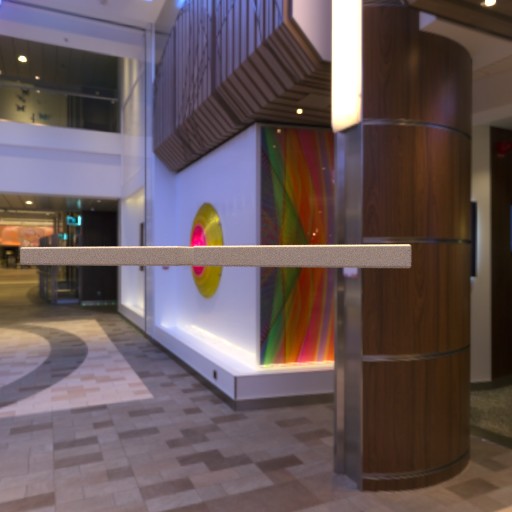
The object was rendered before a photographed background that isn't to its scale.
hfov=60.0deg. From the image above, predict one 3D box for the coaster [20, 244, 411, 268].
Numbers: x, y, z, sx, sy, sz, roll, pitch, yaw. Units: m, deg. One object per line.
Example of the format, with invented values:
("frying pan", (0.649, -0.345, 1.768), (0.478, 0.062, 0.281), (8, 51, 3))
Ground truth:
("coaster", (0.000, 0.000, 0.324), (0.214, 0.010, 0.219), (0, 0, 19))
